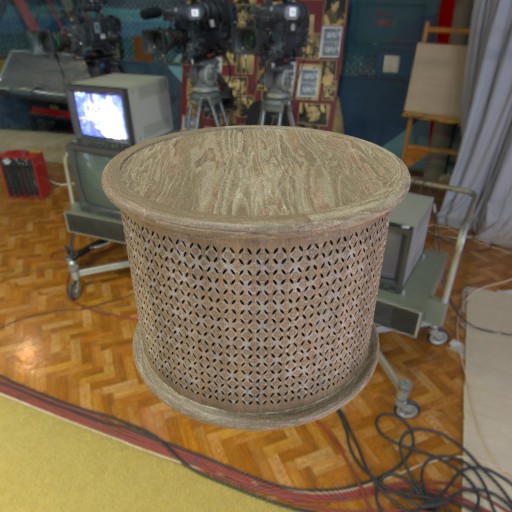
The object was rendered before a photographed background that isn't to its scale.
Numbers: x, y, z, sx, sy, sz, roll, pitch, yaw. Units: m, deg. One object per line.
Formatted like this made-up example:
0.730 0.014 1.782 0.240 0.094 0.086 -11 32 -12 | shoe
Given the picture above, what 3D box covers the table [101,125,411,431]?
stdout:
0.000 0.000 1.015 0.607 0.450 0.607 0 30 0 | table
